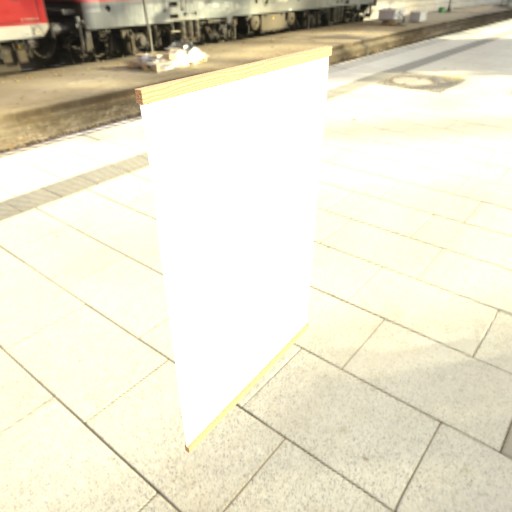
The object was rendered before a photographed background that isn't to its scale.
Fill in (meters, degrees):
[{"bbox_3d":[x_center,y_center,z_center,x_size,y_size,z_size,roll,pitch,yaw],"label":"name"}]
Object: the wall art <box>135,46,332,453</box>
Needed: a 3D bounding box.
[{"bbox_3d":[0.000,0.000,1.881,0.025,1.521,1.011,22,38,30],"label":"wall art"}]
